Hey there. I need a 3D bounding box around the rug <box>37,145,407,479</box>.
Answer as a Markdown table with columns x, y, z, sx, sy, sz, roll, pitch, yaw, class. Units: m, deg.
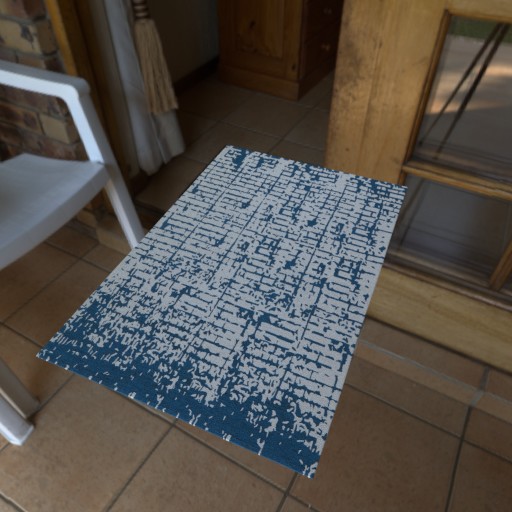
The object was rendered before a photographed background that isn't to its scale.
| x | y | z | sx | sy | sz | roll | pitch | yaw | class |
| --- | --- | --- | --- | --- | --- | --- | --- | --- | --- |
| 0.000 | 0.000 | 2.283 | 1.220 | 0.007 | 1.828 | 17 | 47 | 16 | rug |
